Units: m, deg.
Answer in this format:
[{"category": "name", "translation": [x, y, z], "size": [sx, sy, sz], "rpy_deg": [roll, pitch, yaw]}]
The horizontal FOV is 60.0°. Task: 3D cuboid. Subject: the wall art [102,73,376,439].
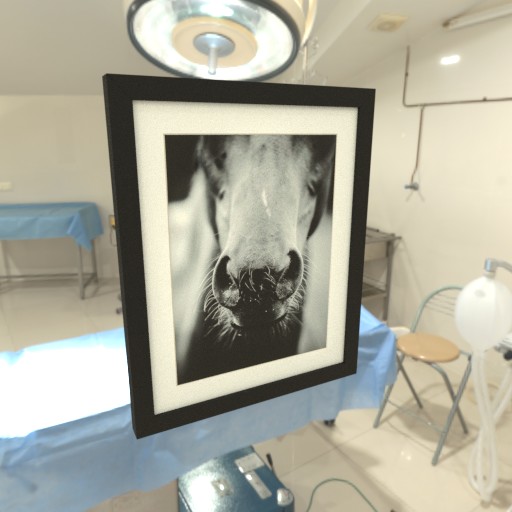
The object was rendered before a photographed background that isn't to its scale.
[{"category": "wall art", "translation": [0.000, 0.000, 0.553], "size": [0.329, 0.404, 0.024], "rpy_deg": [-8, 17, -26]}]
